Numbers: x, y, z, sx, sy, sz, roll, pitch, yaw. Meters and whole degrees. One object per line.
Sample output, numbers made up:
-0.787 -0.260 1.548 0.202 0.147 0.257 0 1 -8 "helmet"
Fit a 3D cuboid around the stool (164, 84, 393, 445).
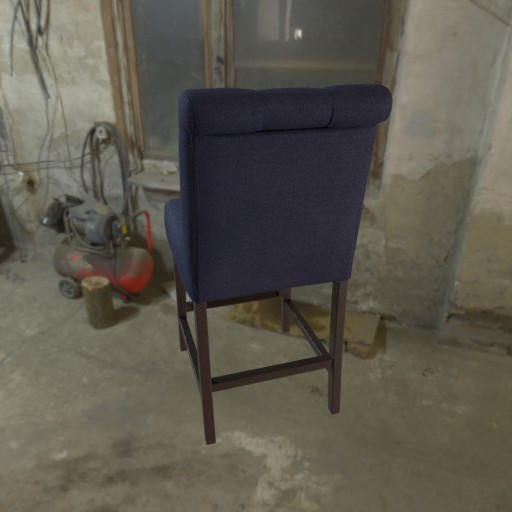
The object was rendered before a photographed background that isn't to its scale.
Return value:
0.000 0.000 1.352 0.493 1.010 0.601 -8 27 -15 "stool"
